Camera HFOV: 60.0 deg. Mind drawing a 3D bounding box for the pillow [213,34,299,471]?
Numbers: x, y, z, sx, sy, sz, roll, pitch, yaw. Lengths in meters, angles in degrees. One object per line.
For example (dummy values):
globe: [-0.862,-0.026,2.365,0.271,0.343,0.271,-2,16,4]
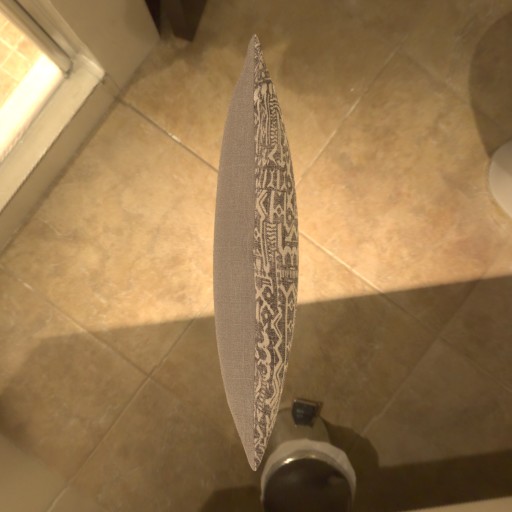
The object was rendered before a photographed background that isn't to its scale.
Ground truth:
pillow: [0.000,0.000,0.757,0.148,0.290,0.631,0,90,0]
